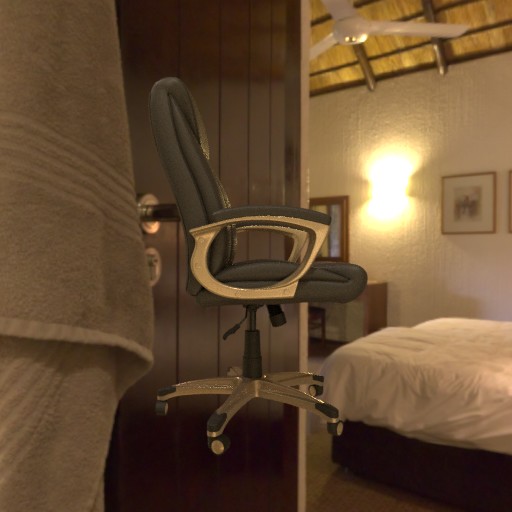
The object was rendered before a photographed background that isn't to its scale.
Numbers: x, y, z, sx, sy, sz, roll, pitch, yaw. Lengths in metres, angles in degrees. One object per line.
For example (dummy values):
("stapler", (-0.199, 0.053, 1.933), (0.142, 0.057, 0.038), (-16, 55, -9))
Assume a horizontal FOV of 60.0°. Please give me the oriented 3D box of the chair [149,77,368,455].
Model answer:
("chair", (0.000, 0.000, 1.661), (0.748, 1.188, 0.694), (0, 0, 0))
